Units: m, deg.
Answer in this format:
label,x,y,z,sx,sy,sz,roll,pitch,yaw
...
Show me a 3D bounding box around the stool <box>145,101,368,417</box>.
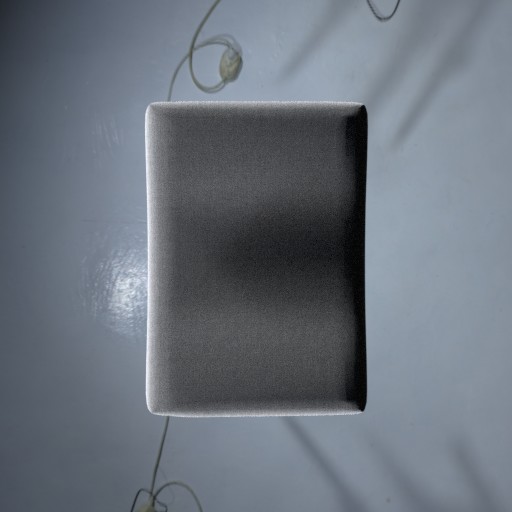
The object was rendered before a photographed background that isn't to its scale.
label,x,y,z,sx,sy,sz,roll,pitch,yaw
stool,0.000,0.000,1.029,0.356,0.762,0.508,0,91,0
